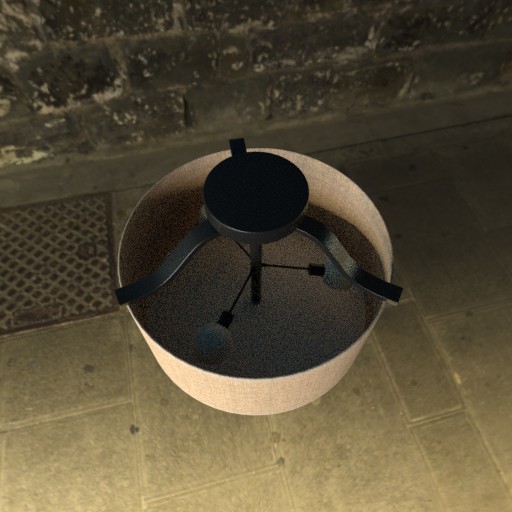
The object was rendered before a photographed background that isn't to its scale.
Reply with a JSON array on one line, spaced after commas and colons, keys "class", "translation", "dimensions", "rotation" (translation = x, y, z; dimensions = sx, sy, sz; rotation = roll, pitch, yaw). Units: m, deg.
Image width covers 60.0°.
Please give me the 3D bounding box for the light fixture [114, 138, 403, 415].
[{"class": "light fixture", "translation": [0.000, 0.000, 0.653], "dimensions": [0.390, 0.306, 0.390], "rotation": [0, 58, 0]}]
